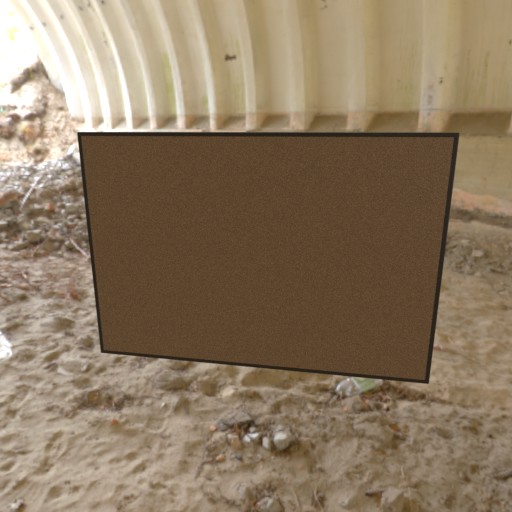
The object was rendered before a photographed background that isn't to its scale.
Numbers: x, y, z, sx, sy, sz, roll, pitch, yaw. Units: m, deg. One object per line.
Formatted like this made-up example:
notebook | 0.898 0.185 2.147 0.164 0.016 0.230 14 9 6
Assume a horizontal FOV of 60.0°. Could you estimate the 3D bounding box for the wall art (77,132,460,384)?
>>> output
wall art | 0.000 0.000 1.190 0.939 0.640 0.058 3 16 10
